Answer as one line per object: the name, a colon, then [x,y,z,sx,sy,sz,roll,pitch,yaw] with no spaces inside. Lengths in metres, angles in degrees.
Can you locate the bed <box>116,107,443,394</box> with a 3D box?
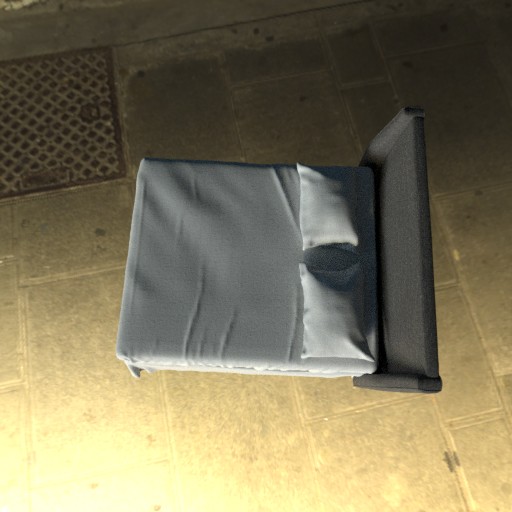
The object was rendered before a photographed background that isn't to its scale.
bed: [0.000,0.000,3.454,2.276,1.332,1.925,3,74,1]
